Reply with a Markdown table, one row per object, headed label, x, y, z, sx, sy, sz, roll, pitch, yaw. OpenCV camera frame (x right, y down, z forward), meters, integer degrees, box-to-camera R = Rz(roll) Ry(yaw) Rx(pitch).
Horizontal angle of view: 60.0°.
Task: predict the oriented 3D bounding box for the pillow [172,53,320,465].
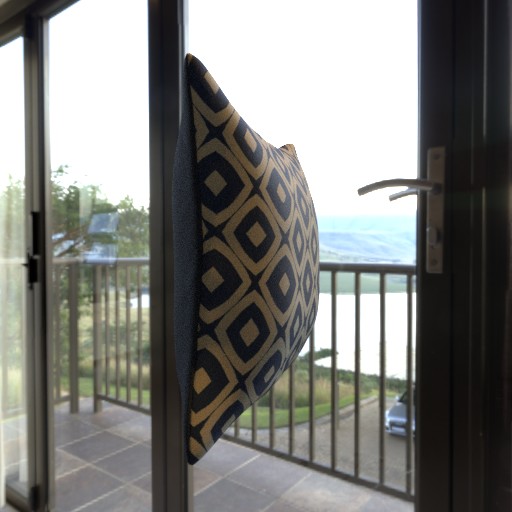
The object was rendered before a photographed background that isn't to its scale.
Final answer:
| label | x | y | z | sx | sy | sz | roll | pitch | yaw |
| --- | --- | --- | --- | --- | --- | --- | --- | --- | --- |
| pillow | 0.000 | 0.000 | 0.764 | 0.188 | 0.494 | 0.504 | 0 | 1 | 19 |
